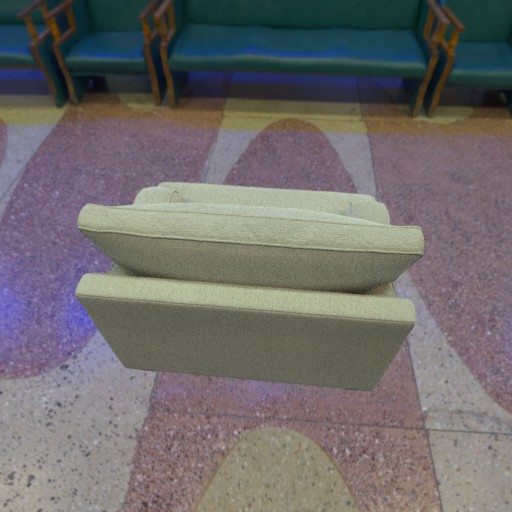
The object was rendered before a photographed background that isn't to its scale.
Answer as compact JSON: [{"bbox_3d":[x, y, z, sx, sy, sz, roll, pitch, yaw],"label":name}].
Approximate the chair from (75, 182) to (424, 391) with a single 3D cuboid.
[{"bbox_3d":[0.000,0.000,2.075,1.220,1.016,1.041,4,48,4],"label":"chair"}]
